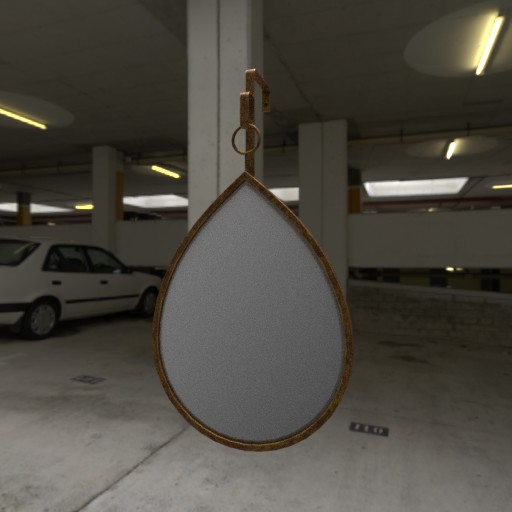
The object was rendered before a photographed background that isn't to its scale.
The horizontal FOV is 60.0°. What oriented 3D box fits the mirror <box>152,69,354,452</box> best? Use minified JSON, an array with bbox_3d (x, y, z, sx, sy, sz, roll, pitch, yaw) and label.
[{"bbox_3d":[0.000,0.000,0.911,0.405,0.744,0.144,0,0,18],"label":"mirror"}]
